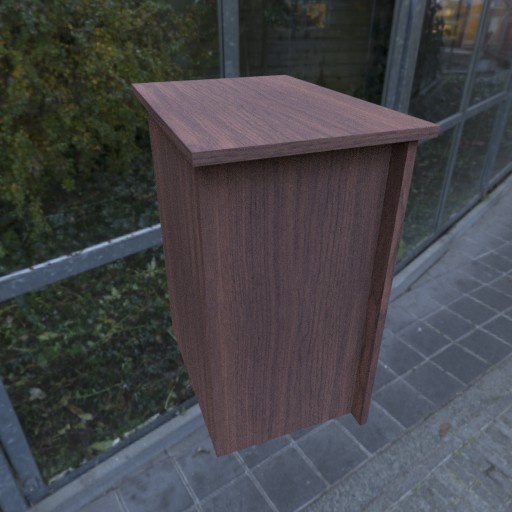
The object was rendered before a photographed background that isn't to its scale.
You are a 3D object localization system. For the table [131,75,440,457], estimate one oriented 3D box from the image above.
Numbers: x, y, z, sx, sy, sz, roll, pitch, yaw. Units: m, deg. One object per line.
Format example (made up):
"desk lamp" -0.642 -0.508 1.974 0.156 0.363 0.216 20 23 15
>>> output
"table" 0.000 0.000 1.055 0.406 0.711 0.589 -11 32 -18
